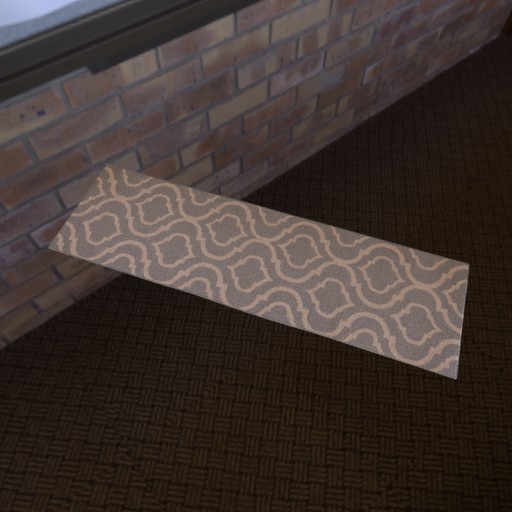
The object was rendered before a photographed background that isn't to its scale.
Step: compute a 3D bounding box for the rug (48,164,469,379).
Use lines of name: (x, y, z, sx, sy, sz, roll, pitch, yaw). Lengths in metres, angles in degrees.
rug: (0.000, 0.000, 2.492, 2.275, 0.009, 0.684, 17, 60, 10)
